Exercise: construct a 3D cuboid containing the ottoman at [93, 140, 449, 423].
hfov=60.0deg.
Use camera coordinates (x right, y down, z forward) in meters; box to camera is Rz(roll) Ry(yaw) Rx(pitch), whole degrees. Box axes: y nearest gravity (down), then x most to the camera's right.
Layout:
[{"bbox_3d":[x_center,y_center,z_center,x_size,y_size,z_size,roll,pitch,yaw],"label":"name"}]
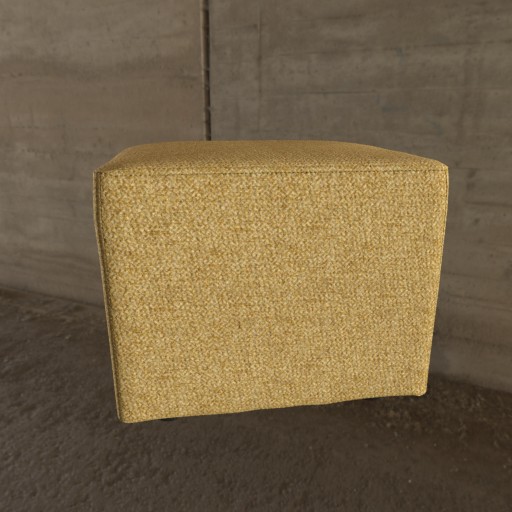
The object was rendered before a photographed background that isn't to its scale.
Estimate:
[{"bbox_3d":[0.000,0.000,0.884,0.512,0.441,0.505,-3,17,-9],"label":"ottoman"}]
